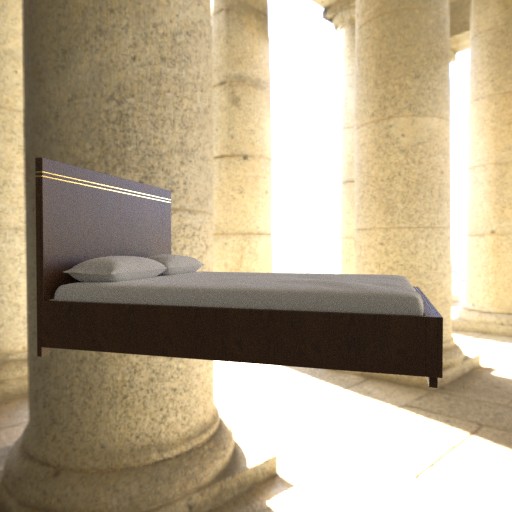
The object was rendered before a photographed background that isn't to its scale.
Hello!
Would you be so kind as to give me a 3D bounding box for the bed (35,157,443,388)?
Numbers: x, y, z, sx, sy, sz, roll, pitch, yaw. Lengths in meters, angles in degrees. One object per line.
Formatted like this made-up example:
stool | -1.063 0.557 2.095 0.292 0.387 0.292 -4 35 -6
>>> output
bed | 0.000 0.000 3.067 2.221 1.169 1.613 0 1 16
